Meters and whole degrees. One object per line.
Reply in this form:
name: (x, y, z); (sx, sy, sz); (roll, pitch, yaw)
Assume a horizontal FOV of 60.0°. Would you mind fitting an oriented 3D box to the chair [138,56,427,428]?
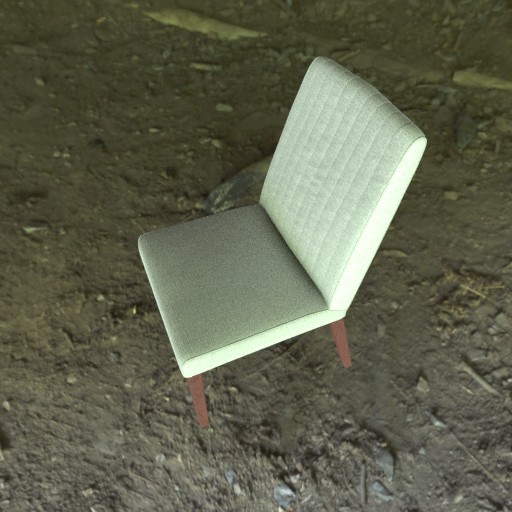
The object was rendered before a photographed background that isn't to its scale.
chair: (0.000, 0.000, 1.255); (0.594, 0.900, 0.480); (-18, 49, -16)
